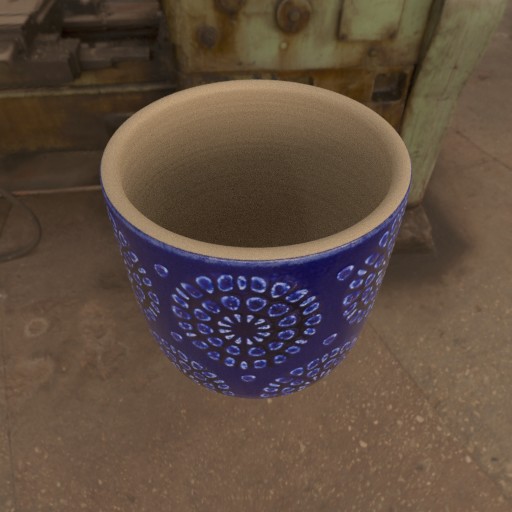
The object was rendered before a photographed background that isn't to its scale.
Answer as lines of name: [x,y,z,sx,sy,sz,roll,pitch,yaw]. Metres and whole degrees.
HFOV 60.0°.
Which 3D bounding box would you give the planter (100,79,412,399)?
planter: [0.000,0.000,0.196,0.109,0.112,0.109,0,47,0]
